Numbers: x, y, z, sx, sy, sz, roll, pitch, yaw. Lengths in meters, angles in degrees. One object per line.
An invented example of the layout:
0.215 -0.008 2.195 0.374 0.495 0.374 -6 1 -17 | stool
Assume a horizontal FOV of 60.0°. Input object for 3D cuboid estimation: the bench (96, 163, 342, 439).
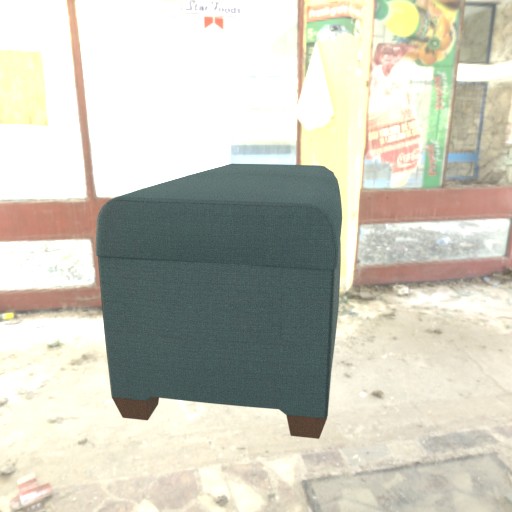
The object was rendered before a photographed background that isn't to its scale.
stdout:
0.000 0.000 1.278 0.476 0.474 0.995 3 16 9 | bench
